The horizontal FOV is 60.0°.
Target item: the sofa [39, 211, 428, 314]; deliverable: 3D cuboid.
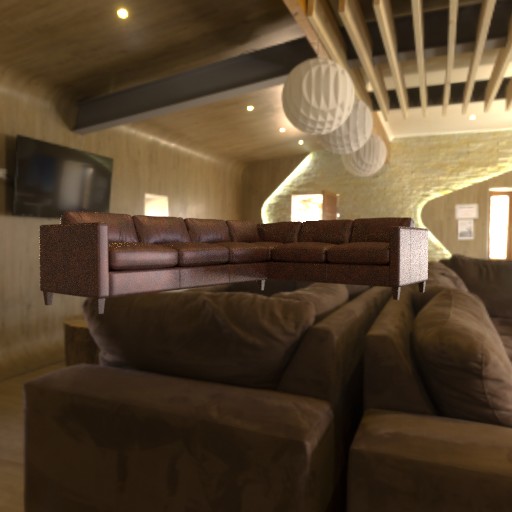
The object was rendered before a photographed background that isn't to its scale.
[{"bbox_3d":[0.000,0.000,4.426,2.438,0.836,3.152,1,2,37],"label":"sofa"}]
